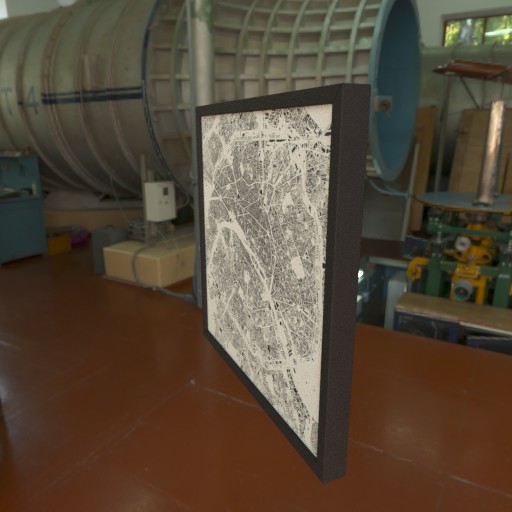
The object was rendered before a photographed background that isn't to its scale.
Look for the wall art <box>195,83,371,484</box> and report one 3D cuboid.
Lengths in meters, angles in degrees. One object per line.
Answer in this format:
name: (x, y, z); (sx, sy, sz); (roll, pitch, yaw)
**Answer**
wall art: (0.000, 0.000, 0.758); (0.037, 0.508, 0.508); (-7, 17, -24)
